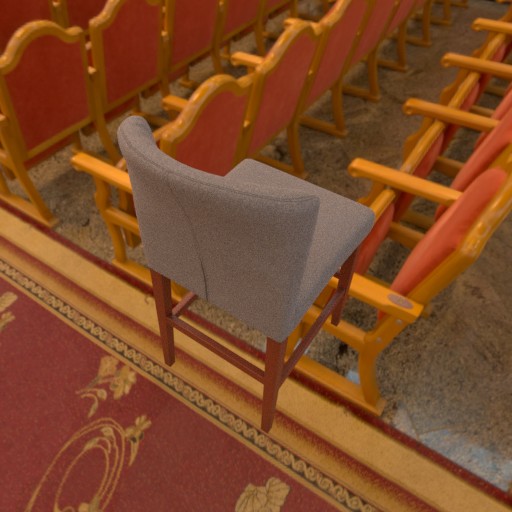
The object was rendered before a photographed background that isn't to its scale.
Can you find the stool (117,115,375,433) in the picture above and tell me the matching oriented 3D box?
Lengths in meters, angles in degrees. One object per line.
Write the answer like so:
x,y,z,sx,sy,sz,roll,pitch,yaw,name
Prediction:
0.000,0.000,1.287,0.481,0.968,0.568,27,54,22,stool
